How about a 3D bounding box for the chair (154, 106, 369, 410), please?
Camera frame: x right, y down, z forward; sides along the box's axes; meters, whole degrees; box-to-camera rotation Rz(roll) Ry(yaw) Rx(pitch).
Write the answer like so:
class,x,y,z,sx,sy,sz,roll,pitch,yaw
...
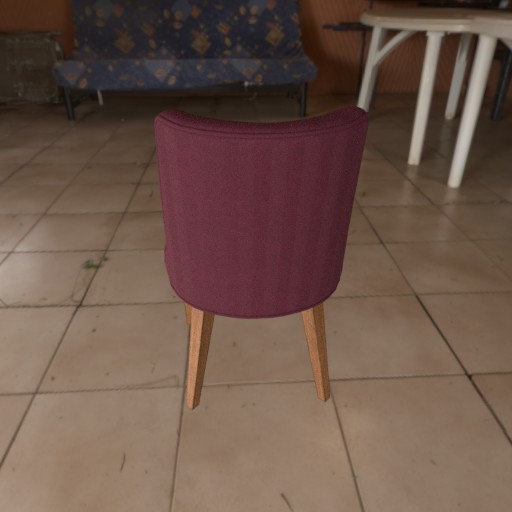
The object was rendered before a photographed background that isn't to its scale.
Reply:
class,x,y,z,sx,sy,sz,roll,pitch,yaw
chair,0.000,0.000,1.287,0.548,0.916,0.638,-2,30,-4
